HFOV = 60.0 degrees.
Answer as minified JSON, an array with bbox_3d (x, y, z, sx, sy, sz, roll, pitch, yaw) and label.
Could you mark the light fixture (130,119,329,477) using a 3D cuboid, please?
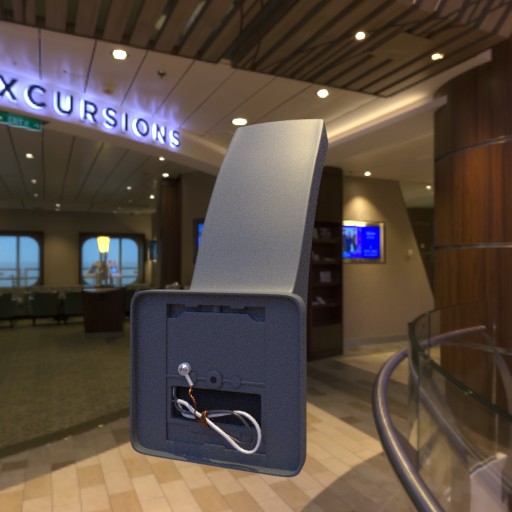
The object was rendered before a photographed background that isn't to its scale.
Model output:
[{"bbox_3d":[0.000,0.000,0.334,0.108,0.243,0.174,0,-1,19],"label":"light fixture"}]
